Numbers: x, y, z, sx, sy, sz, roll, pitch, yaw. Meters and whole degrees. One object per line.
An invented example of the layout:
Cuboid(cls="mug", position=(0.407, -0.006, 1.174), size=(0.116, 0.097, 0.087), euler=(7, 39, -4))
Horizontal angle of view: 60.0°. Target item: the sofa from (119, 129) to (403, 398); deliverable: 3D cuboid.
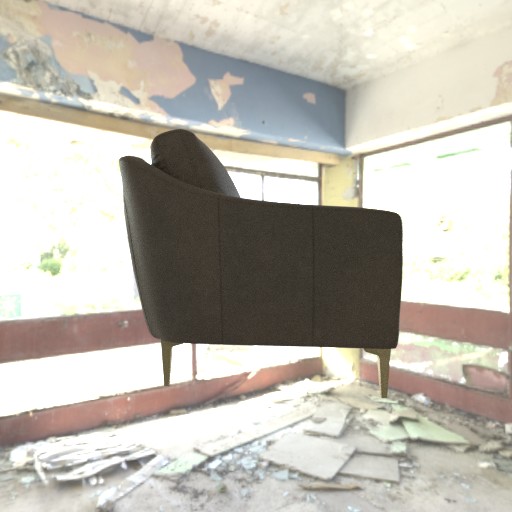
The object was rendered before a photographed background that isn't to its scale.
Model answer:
Cuboid(cls="sofa", position=(0.000, 0.000, 2.176), size=(0.960, 0.902, 1.619), euler=(0, 0, 1))
